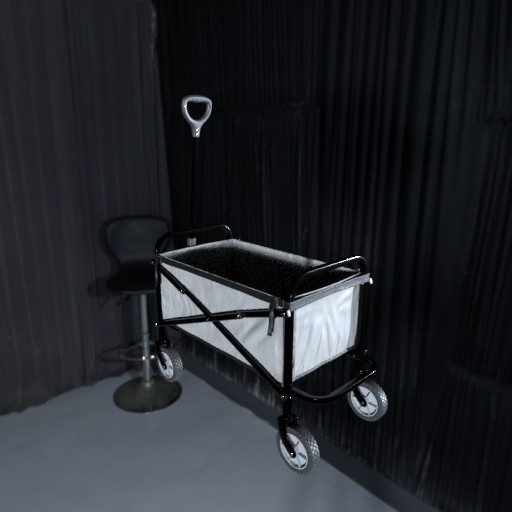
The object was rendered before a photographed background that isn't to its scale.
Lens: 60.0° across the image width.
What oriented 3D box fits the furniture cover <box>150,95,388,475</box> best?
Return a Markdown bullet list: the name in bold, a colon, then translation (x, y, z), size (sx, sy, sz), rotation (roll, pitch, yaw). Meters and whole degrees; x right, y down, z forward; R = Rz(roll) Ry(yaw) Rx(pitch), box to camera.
- **furniture cover**: translation (0.000, 0.000, 1.830), size (0.532, 1.295, 1.038), rotation (-14, 21, -41)
